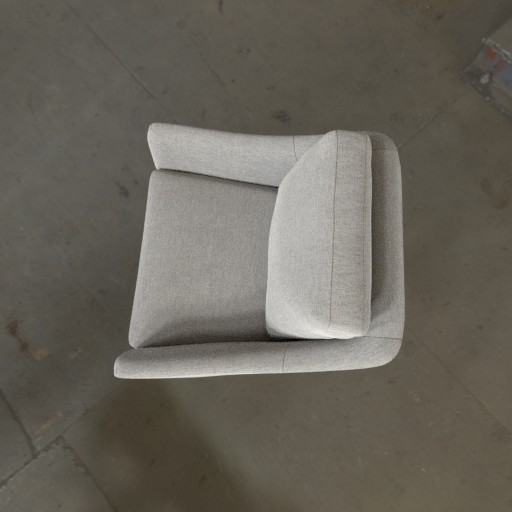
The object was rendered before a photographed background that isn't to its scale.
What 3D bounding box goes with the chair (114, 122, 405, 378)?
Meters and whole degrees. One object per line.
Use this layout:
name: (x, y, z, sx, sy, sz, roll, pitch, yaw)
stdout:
chair: (0.000, 0.000, 1.755, 0.961, 0.902, 0.986, 4, 75, 1)
